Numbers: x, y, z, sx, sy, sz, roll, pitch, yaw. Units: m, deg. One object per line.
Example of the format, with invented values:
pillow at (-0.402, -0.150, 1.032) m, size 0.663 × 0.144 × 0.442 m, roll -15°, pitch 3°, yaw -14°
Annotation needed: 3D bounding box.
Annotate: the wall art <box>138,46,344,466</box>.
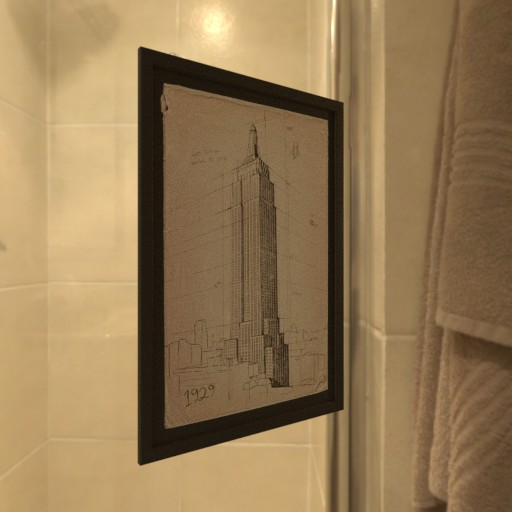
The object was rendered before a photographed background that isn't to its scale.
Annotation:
wall art at (0.000, 0.000, 0.831) m, size 0.451 × 0.661 × 0.012 m, roll 0°, pitch 0°, yaw -35°
